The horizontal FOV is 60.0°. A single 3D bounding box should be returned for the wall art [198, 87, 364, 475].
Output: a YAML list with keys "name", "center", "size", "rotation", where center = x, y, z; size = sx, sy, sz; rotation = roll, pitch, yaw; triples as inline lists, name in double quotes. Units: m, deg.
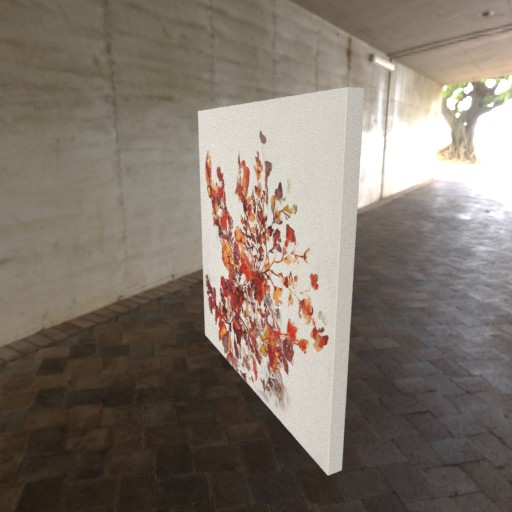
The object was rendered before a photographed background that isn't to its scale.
- name: "wall art"
  center: [0.000, 0.000, 1.542]
  size: [0.049, 1.009, 1.009]
  rotation: [-7, 17, -25]
